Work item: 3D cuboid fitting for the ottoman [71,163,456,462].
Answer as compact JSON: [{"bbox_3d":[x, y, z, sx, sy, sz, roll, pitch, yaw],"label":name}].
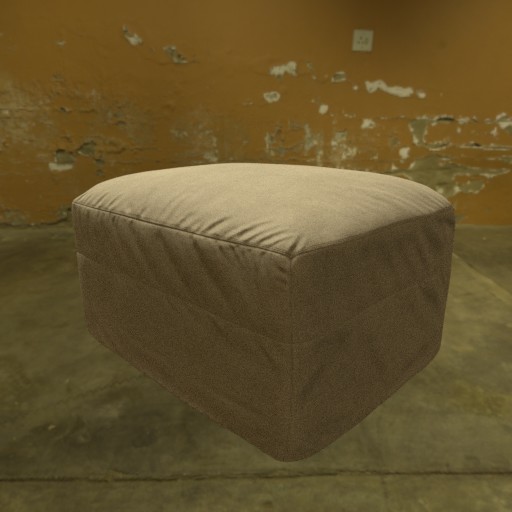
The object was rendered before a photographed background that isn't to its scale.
[{"bbox_3d":[0.000,0.000,1.192,0.837,0.481,0.683,16,23,43],"label":"ottoman"}]
